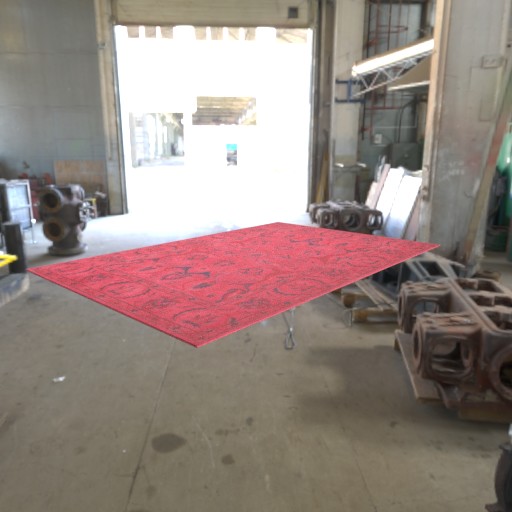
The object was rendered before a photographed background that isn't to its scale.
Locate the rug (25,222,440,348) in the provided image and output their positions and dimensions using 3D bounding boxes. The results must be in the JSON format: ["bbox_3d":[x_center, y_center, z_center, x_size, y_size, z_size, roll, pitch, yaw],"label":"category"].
[{"bbox_3d":[0.000,0.000,2.287,1.209,0.008,1.814,12,18,41],"label":"rug"}]
